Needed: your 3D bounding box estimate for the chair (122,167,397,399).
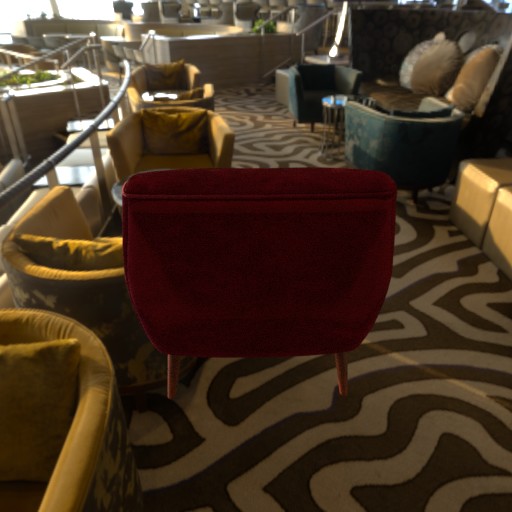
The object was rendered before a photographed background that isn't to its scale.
[{"bbox_3d":[0.000,0.000,1.508,0.762,0.838,0.787,-1,31,-1],"label":"chair"}]
